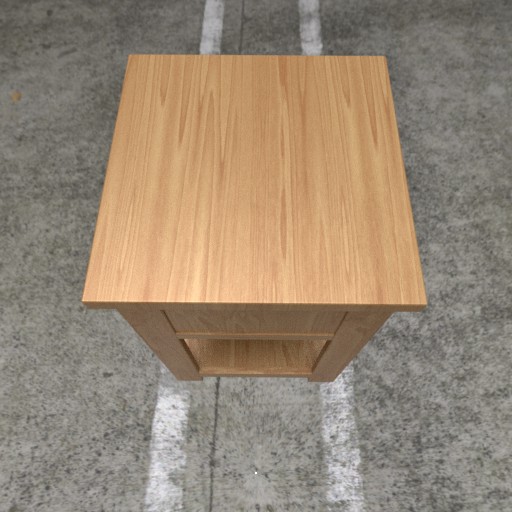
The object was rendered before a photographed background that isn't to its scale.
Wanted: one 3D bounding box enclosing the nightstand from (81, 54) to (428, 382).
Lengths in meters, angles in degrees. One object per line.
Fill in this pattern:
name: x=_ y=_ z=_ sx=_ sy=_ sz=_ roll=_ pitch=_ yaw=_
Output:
nightstand: x=0.000 y=0.000 z=0.901 sx=0.418 sy=0.614 sz=0.428 roll=0 pitch=64 yaw=0
